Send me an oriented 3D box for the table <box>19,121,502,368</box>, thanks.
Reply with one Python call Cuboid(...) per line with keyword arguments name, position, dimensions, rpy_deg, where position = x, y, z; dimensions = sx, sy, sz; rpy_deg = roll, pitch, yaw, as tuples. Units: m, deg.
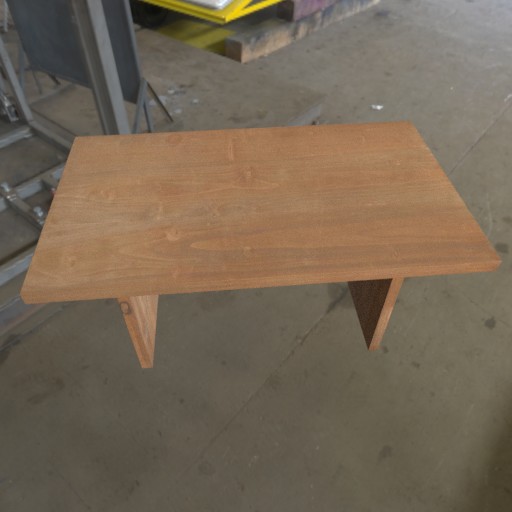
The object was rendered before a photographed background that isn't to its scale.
Cuboid(name="table", position=(0.000, 0.000, 2.076), dimensions=(1.609, 0.780, 0.946), rpy_deg=(-4, 46, -4))
